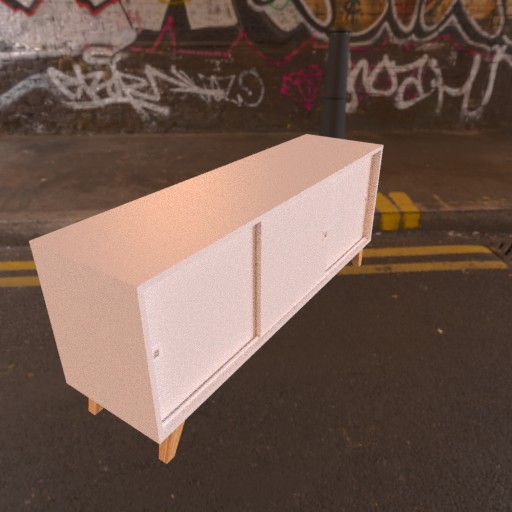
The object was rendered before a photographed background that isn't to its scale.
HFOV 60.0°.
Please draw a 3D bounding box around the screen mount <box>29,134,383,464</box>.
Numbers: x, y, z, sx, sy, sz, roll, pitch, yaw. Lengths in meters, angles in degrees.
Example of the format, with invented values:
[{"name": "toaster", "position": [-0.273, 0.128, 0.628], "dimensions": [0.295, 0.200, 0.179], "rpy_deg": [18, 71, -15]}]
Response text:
[{"name": "screen mount", "position": [0.000, 0.000, 1.730], "dimensions": [0.400, 0.619, 1.490], "rpy_deg": [18, 33, 30]}]
